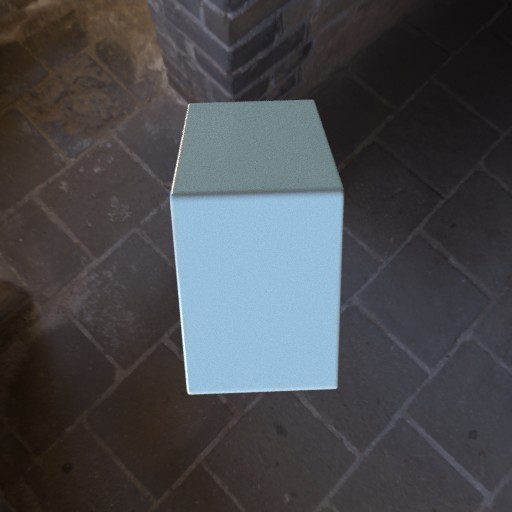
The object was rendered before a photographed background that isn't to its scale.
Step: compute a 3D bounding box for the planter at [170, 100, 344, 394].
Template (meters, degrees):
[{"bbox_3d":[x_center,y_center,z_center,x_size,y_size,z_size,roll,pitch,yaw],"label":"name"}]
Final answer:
[{"bbox_3d":[0.000,0.000,0.293,0.078,0.207,0.169,-2,75,-1],"label":"planter"}]
